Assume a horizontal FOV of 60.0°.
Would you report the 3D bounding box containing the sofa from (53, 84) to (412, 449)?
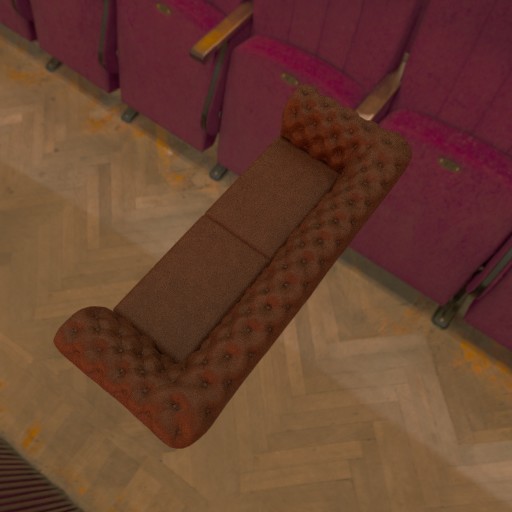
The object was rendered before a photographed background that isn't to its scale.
[{"bbox_3d":[0.000,0.000,2.904,0.944,0.783,2.385,35,69,15],"label":"sofa"}]
